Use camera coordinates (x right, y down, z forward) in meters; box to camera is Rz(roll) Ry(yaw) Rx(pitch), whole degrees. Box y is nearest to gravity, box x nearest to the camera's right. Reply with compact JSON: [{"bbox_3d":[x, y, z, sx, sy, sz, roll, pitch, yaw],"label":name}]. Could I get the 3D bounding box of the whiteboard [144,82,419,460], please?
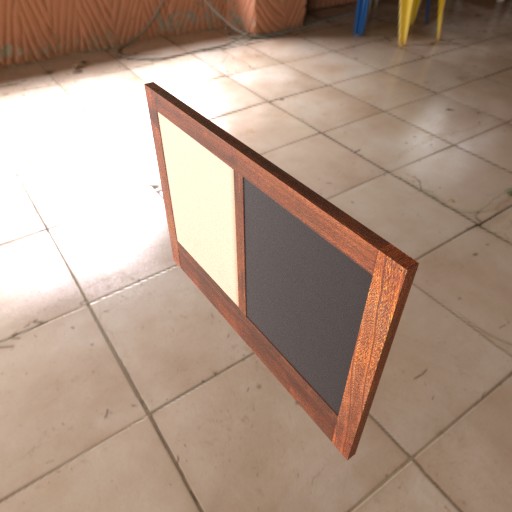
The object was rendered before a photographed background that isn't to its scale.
[{"bbox_3d":[0.000,0.000,0.995,0.083,0.553,0.768,-26,48,-26],"label":"whiteboard"}]
